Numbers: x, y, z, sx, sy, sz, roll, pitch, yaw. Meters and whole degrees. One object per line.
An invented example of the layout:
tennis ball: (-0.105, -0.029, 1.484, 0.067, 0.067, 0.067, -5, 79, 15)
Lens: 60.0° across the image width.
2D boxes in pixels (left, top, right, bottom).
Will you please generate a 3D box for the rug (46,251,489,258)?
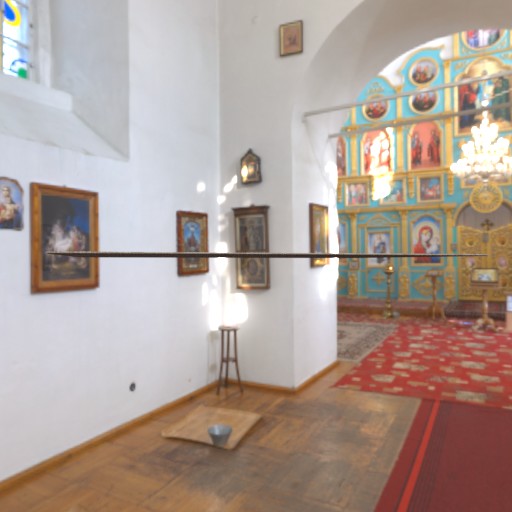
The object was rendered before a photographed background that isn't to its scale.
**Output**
rug: (0.000, 0.000, 2.316, 1.829, 0.008, 1.219, 0, -1, -17)
